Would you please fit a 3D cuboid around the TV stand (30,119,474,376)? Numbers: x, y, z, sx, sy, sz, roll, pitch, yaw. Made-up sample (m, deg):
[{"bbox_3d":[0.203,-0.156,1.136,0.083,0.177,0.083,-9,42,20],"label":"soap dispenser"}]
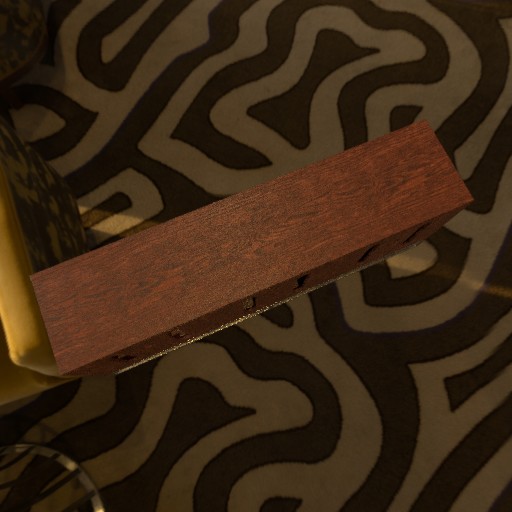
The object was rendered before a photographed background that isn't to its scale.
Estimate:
[{"bbox_3d":[0.000,0.000,1.833,1.541,0.578,0.382,-22,76,-6],"label":"TV stand"}]
